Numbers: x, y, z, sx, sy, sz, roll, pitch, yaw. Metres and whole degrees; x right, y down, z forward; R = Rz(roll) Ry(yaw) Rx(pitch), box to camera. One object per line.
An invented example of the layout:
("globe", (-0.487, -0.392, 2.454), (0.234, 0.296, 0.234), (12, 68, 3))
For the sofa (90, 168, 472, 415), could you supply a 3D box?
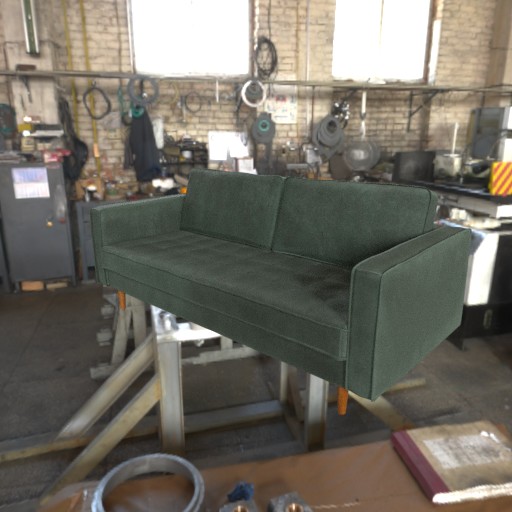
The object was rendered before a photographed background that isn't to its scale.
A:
("sofa", (0.000, 0.000, 2.256), (1.816, 0.781, 0.886), (14, 21, 40))
